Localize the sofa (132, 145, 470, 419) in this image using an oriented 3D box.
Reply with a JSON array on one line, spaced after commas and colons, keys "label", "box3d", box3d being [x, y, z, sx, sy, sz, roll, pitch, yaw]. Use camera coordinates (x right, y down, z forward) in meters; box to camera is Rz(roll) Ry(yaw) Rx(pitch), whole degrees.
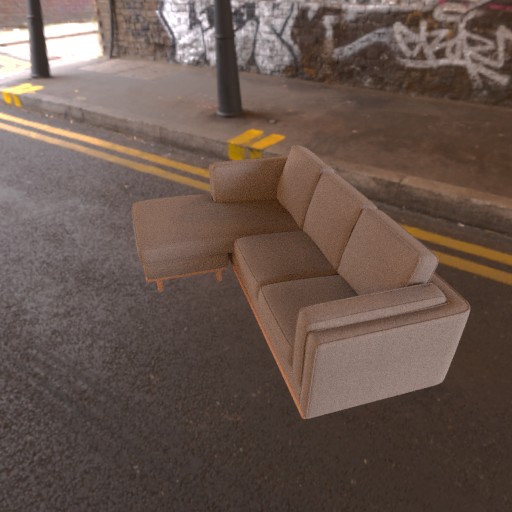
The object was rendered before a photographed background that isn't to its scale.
[{"label": "sofa", "box3d": [0.000, 0.000, 3.134, 1.604, 0.929, 2.411, -9, 33, -14]}]
